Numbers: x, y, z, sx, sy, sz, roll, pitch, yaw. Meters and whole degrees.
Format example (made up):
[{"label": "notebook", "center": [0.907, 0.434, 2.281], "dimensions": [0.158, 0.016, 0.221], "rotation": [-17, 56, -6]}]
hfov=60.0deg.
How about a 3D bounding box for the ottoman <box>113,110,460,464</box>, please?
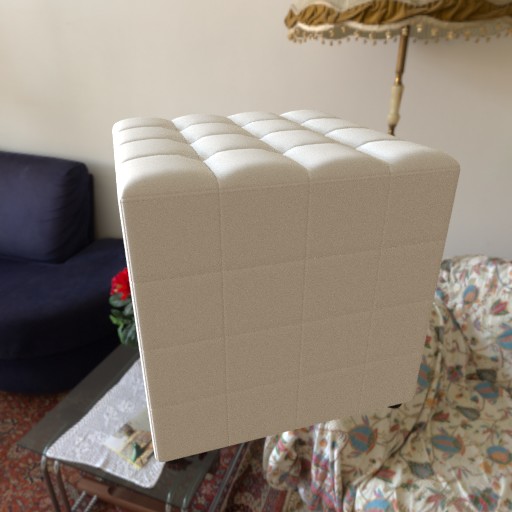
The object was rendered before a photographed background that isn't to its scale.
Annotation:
[{"label": "ottoman", "center": [0.000, 0.000, 0.777], "dimensions": [0.425, 0.432, 0.425], "rotation": [-8, 27, -15]}]
